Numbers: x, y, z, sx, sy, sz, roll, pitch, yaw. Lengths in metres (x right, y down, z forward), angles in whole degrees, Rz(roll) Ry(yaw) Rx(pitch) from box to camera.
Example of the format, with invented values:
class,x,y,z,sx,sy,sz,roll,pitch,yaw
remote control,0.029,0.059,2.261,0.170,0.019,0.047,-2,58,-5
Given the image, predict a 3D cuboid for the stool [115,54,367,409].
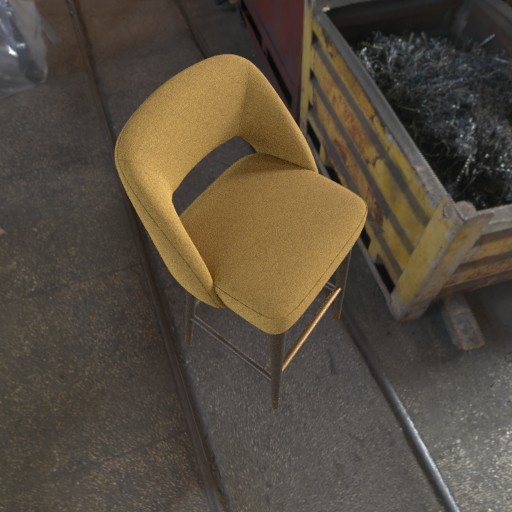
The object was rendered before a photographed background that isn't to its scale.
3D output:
class,x,y,z,sx,sy,sz,roll,pitch,yaw
stool,0.000,0.000,1.360,0.522,1.032,0.536,32,63,18
